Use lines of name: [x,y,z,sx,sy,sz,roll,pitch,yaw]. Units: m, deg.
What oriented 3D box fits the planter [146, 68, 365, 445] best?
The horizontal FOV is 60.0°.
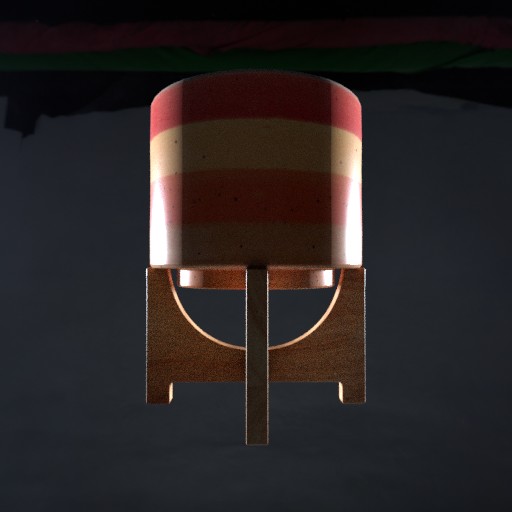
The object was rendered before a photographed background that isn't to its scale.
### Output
planter: [0.000,0.000,0.410,0.199,0.268,0.199,0,-1,0]
